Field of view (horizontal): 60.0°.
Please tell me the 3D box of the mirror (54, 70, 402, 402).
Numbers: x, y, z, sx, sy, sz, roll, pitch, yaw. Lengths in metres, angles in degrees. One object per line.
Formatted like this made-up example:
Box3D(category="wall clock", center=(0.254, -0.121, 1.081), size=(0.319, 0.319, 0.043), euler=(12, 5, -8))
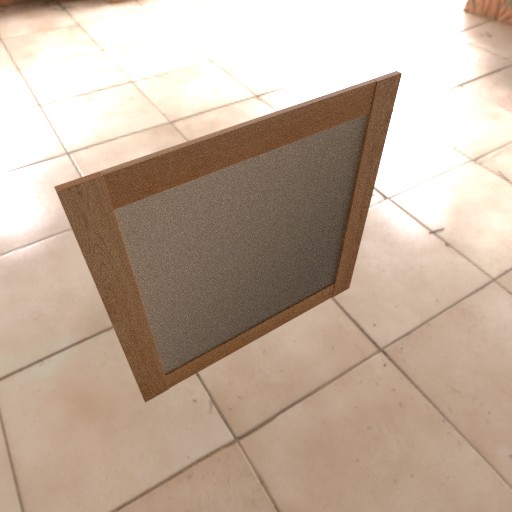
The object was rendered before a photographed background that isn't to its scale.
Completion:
Box3D(category="mirror", center=(0.000, 0.000, 1.183), size=(0.800, 0.800, 0.020), euler=(-25, 52, -22))
